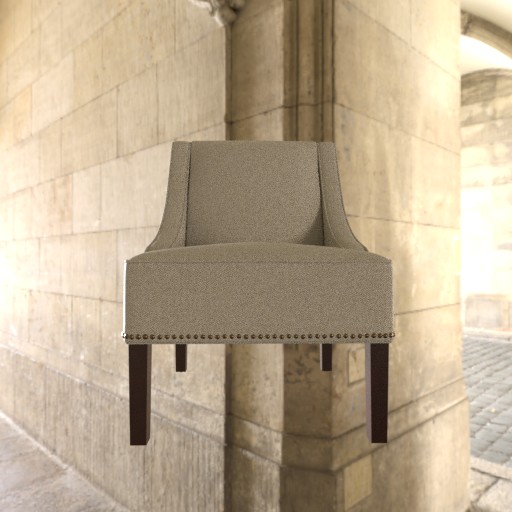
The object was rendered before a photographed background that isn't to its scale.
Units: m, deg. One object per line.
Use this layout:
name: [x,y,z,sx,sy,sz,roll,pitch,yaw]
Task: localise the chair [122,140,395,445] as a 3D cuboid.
chair: [0.000,0.000,1.350,0.628,0.872,0.748,0,0,-1]
